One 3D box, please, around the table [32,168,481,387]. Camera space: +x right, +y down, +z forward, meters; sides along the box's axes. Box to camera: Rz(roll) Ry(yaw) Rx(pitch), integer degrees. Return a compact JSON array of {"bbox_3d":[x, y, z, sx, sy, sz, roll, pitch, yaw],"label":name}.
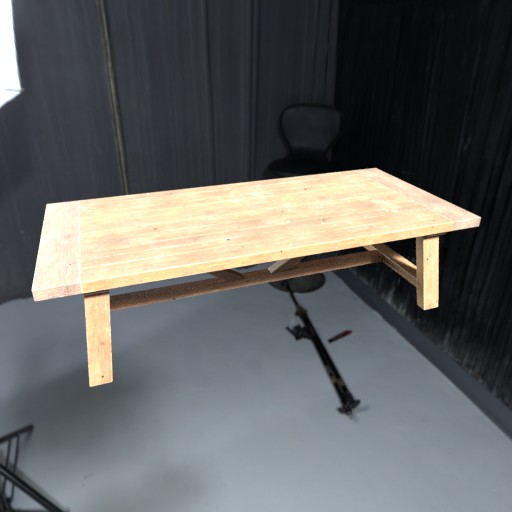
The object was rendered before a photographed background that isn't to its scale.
[{"bbox_3d":[0.000,0.000,2.120,1.800,0.465,0.820,-9,29,-17],"label":"table"}]
